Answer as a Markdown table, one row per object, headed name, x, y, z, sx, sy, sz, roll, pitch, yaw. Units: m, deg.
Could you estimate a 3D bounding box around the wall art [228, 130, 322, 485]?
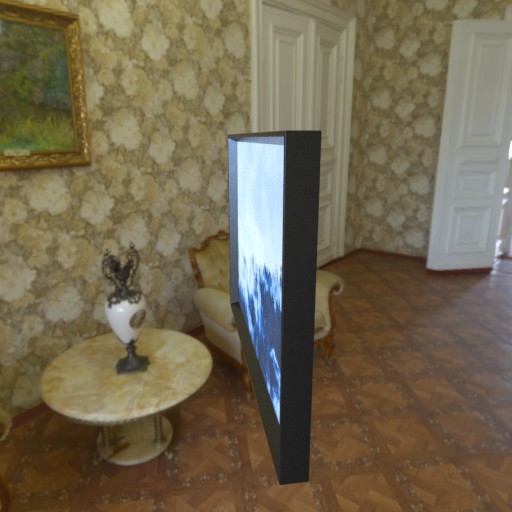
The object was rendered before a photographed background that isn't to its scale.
| name | x | y | z | sx | sy | sz | roll | pitch | yaw |
| --- | --- | --- | --- | --- | --- | --- | --- | --- | --- |
| wall art | 0.000 | 0.000 | 1.200 | 0.058 | 0.640 | 0.939 | -2 | 15 | -9 |
